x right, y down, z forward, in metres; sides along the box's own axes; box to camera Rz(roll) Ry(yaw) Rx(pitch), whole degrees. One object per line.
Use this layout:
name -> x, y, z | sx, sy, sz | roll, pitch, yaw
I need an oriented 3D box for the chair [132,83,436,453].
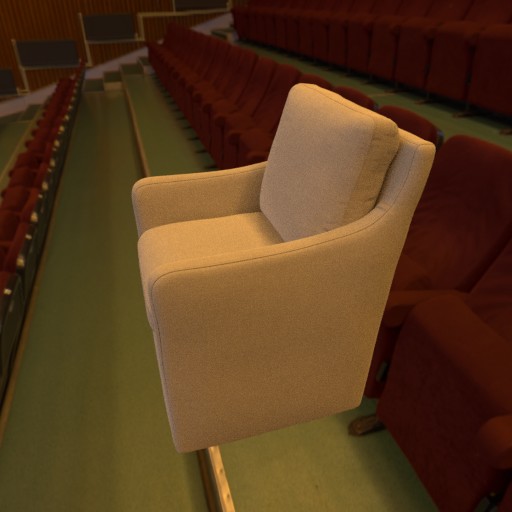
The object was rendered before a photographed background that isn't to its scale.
chair -> 0.000, 0.000, 1.362 | 0.694, 0.914, 0.626 | -9, 32, -15
